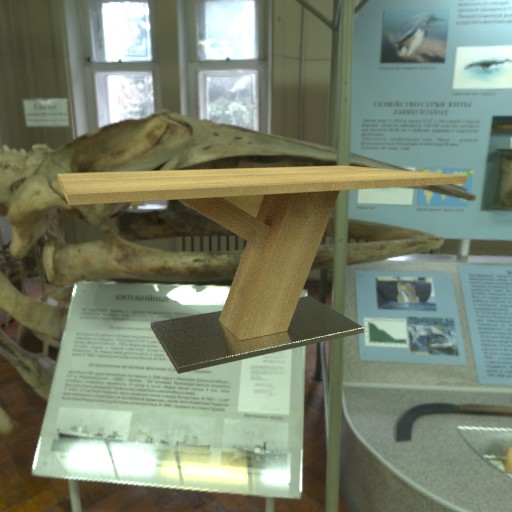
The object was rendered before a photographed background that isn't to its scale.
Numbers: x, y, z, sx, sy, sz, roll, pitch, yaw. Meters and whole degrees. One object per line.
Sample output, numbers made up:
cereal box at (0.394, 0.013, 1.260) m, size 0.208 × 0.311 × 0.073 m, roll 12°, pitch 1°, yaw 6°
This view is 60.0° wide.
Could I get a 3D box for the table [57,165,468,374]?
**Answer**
table at (0.000, 0.000, 2.072) m, size 1.600 × 0.750 × 0.900 m, roll -7°, pitch 16°, yaw -24°
